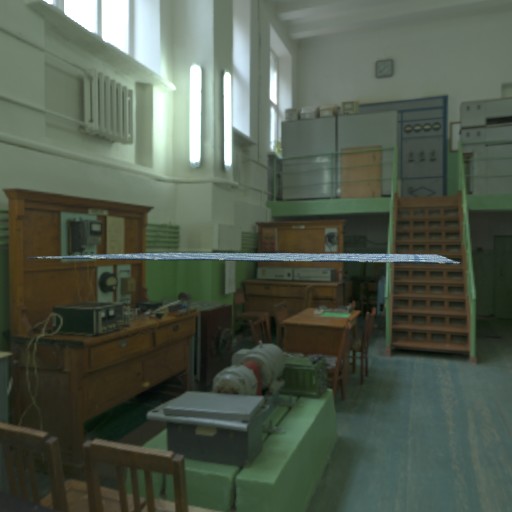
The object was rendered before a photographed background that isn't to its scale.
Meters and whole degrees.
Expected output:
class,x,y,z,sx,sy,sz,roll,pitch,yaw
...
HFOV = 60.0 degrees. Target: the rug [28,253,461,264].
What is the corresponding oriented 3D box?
class,x,y,z,sx,sy,sz,roll,pitch,yaw
rug,0.000,0.000,2.210,1.755,0.010,1.153,0,2,19
